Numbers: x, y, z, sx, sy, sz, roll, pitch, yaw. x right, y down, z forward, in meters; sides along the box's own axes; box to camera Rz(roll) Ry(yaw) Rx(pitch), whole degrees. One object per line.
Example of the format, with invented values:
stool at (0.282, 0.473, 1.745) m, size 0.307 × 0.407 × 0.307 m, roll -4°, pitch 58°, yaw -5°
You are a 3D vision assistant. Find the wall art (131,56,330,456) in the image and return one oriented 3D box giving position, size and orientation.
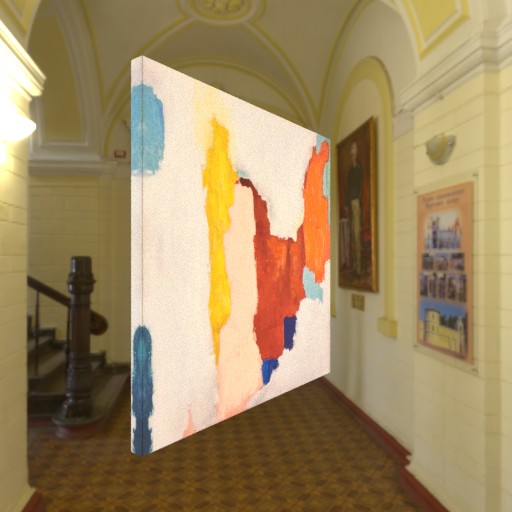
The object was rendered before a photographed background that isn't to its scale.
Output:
wall art at (0.000, 0.000, 1.233) m, size 0.037 × 0.814 × 0.814 m, roll 0°, pitch 0°, yaw 37°
